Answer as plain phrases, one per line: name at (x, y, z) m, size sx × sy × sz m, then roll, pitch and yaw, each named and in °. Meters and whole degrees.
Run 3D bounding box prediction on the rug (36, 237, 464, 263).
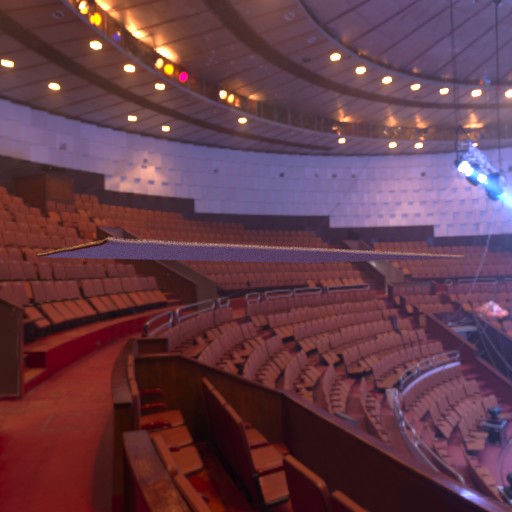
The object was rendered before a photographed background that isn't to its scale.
rug at (0.000, 0.000, 2.965) m, size 2.438 × 0.034 × 1.521 m, roll 2°, pitch -3°, yaw -35°
